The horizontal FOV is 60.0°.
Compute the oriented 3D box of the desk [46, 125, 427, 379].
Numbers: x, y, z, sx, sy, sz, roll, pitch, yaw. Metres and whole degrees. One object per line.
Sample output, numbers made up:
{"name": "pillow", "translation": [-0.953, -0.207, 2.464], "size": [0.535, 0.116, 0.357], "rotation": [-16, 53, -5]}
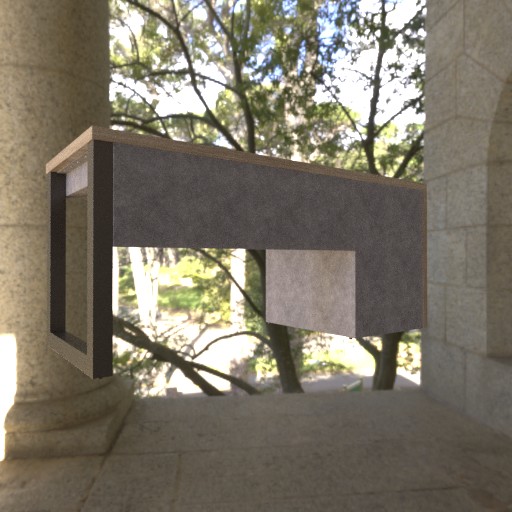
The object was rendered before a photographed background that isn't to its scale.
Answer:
{"name": "desk", "translation": [0.000, 0.000, 2.086], "size": [1.700, 0.760, 0.690], "rotation": [0, -1, -36]}
